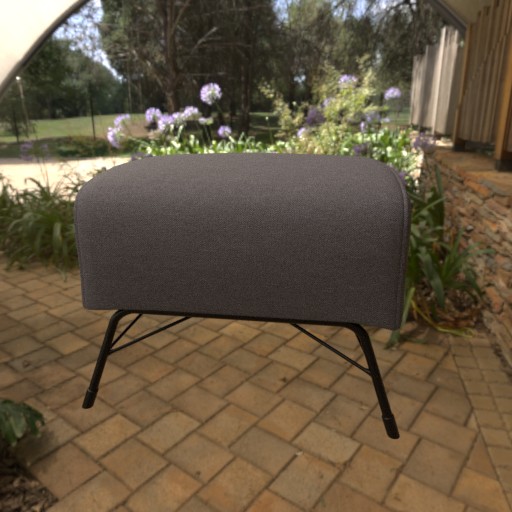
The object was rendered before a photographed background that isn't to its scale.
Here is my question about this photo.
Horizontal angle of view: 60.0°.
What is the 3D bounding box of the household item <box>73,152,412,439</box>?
[{"bbox_3d":[0.000,0.000,0.912,0.530,0.410,0.530,2,17,8],"label":"household item"}]
